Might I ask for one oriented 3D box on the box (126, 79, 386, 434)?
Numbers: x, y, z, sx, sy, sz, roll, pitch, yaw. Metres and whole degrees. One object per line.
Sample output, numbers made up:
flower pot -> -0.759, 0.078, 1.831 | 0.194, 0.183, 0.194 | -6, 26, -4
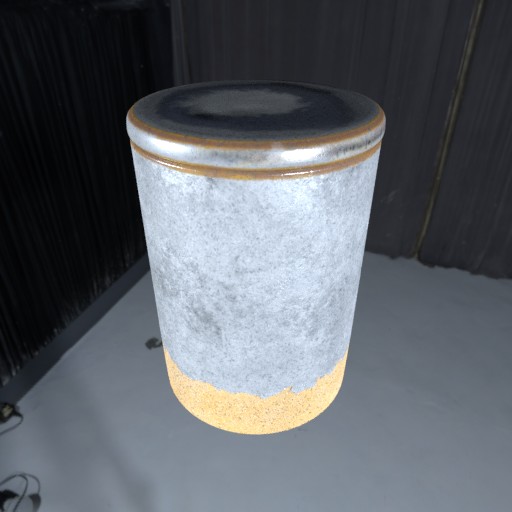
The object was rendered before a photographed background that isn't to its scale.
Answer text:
box -> 0.000, 0.000, 0.249 | 0.118, 0.168, 0.118 | 0, 32, 0
